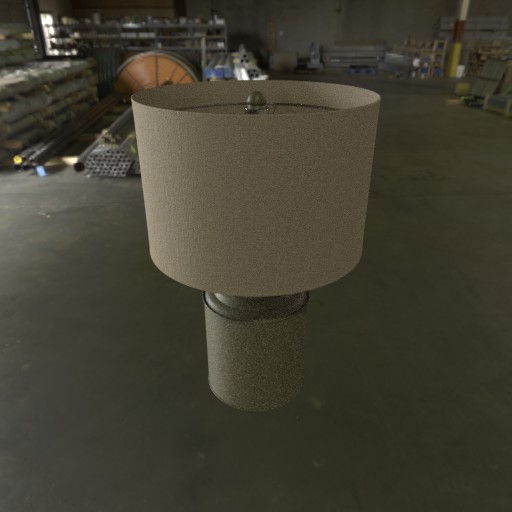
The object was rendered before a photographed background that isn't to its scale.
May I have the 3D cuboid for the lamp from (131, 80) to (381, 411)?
[{"bbox_3d":[0.000,0.000,0.691,0.318,0.486,0.318,0,27,0],"label":"lamp"}]
